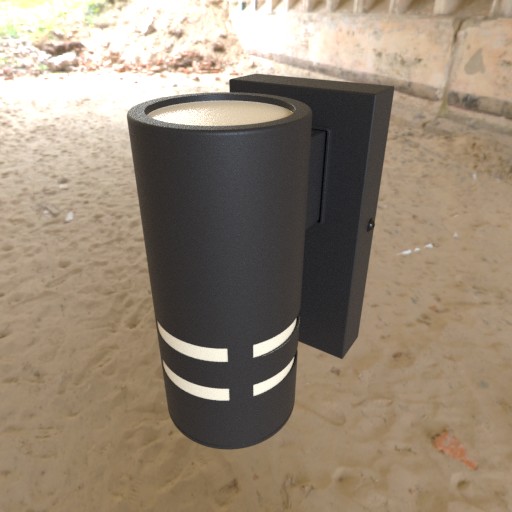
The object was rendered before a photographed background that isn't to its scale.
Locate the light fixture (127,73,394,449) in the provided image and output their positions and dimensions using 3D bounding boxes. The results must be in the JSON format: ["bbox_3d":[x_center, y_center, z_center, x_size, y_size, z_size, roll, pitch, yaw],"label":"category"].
[{"bbox_3d":[0.000,0.000,0.261,0.098,0.179,0.138,18,34,28],"label":"light fixture"}]
